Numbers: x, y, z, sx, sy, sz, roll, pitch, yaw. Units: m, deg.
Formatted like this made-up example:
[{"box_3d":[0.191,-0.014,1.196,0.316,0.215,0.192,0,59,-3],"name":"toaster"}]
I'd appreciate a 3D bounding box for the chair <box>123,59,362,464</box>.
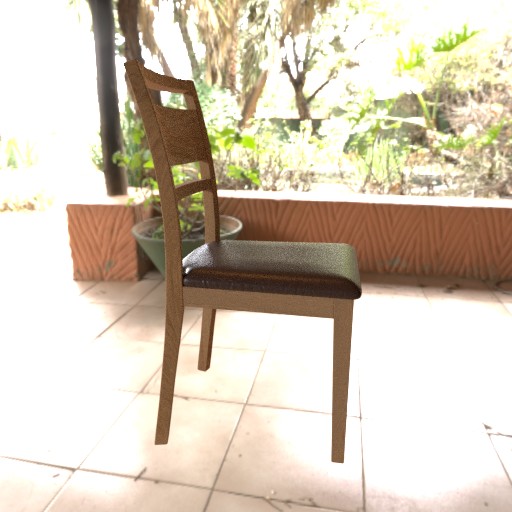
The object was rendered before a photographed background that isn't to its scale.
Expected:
[{"box_3d":[0.000,0.000,1.199,0.545,0.940,0.420,3,15,10],"name":"chair"}]
